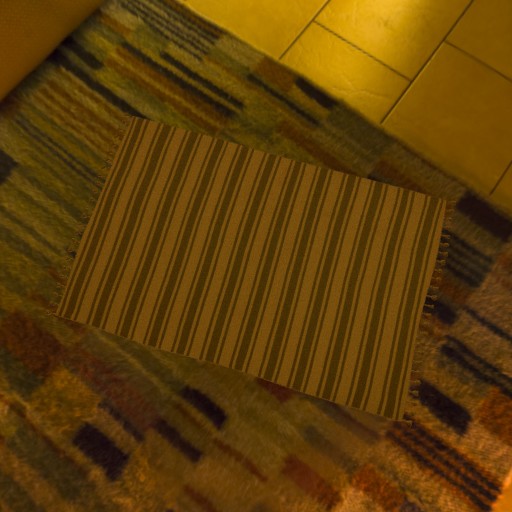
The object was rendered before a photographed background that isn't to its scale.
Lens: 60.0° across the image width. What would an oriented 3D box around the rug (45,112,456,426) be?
[{"bbox_3d":[0.000,0.000,2.265,1.875,0.013,1.162,16,77,4],"label":"rug"}]
